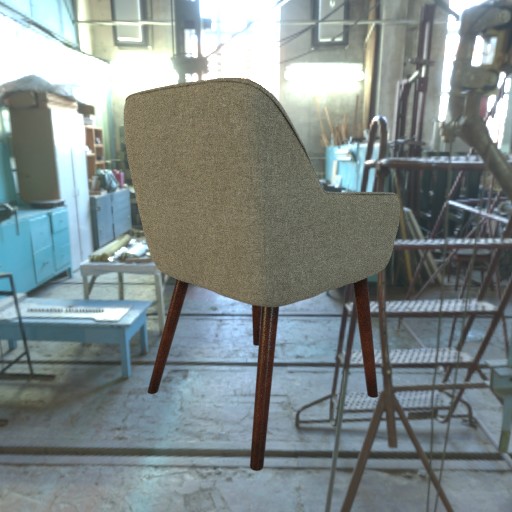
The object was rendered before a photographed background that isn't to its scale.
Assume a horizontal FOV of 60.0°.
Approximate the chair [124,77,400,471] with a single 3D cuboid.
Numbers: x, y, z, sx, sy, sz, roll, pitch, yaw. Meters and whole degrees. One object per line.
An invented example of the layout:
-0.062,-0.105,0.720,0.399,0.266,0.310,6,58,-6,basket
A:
0.000,0.000,1.162,0.519,0.803,0.543,-13,19,-42,chair
